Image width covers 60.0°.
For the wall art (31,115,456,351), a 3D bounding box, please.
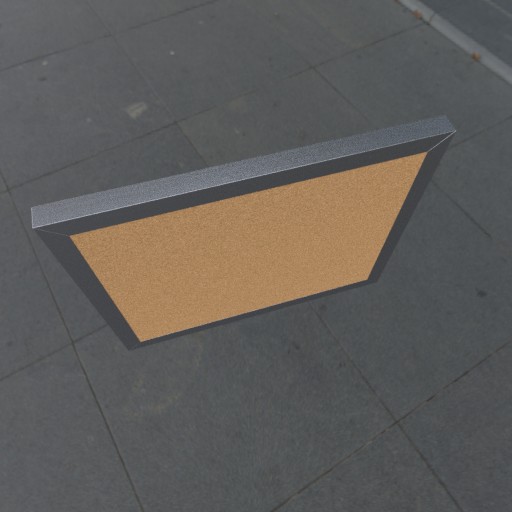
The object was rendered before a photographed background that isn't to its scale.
[{"bbox_3d":[0.000,0.000,0.765,0.557,0.456,0.032,-14,61,-8],"label":"wall art"}]
